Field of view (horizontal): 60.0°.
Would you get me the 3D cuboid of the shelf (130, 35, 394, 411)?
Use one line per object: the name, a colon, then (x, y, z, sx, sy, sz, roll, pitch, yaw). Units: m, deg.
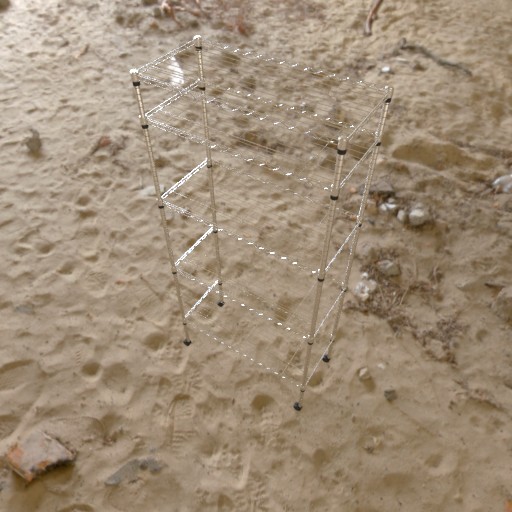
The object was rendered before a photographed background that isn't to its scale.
shelf: (0.000, 0.000, 1.932, 0.762, 1.587, 0.356, 25, 51, 22)
